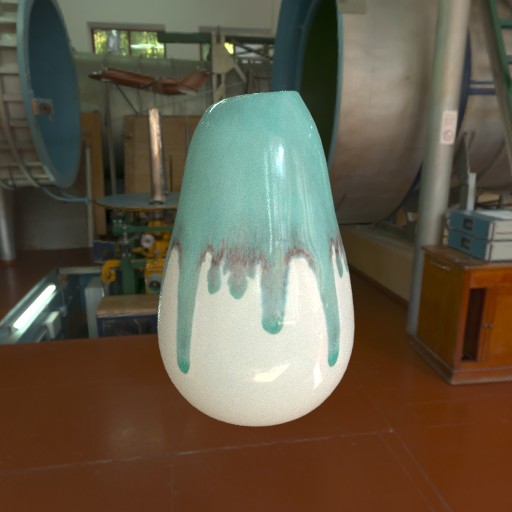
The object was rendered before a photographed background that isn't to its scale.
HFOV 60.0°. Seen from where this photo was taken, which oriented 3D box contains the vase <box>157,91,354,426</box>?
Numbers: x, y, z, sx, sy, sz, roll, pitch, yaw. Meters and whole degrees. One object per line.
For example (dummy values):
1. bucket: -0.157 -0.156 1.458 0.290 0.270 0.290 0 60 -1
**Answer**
1. vase: 0.000 0.000 0.257 0.116 0.179 0.116 0 15 0
